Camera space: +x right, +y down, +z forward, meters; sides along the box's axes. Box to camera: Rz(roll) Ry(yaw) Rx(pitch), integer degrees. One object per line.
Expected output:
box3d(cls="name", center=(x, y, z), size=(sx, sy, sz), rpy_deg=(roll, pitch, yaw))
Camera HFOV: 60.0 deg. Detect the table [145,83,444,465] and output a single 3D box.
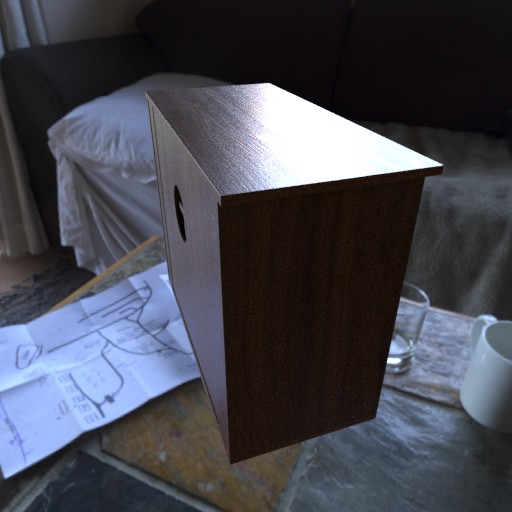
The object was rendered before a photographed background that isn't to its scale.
box3d(cls="table", center=(0.000, 0.000, 1.186), size=(0.390, 0.725, 0.802), rpy_deg=(-10, 32, -17))
